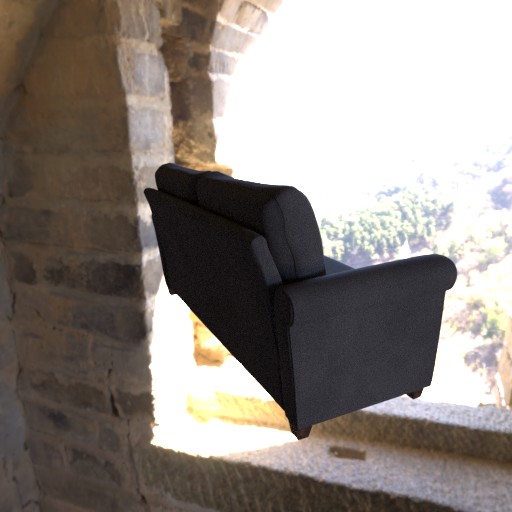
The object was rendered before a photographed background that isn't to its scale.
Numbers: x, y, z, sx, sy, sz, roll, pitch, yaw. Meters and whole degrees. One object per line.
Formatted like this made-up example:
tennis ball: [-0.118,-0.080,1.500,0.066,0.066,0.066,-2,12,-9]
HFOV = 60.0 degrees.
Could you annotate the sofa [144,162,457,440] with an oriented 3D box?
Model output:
sofa: [0.000,0.000,2.442,0.842,0.942,1.935,-7,17,-25]
